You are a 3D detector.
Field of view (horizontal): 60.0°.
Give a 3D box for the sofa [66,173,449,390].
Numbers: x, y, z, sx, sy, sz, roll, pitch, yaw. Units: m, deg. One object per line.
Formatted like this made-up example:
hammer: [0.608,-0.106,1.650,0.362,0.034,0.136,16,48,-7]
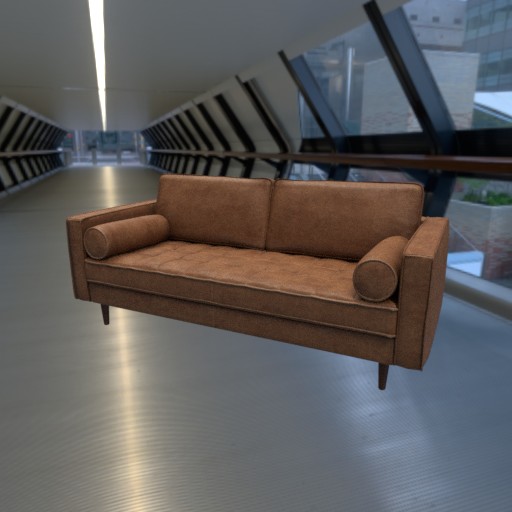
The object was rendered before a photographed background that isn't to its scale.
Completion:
sofa: [0.000,0.000,2.452,1.920,0.825,0.924,7,16,25]
